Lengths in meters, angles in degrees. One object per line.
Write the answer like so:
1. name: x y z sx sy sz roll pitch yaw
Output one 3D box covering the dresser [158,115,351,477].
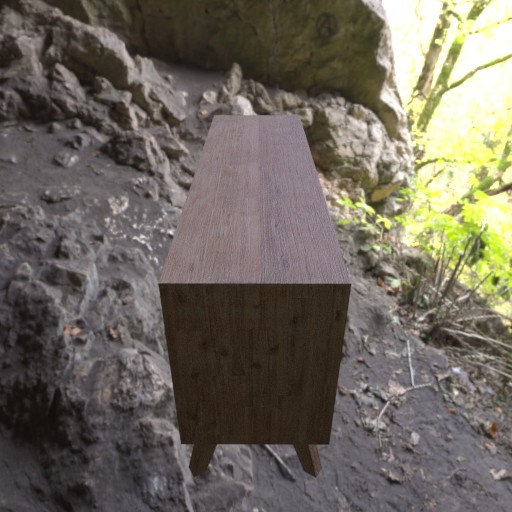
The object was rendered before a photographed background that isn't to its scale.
1. dresser: 0.000 0.000 1.912 0.455 0.805 1.554 0 32 0
